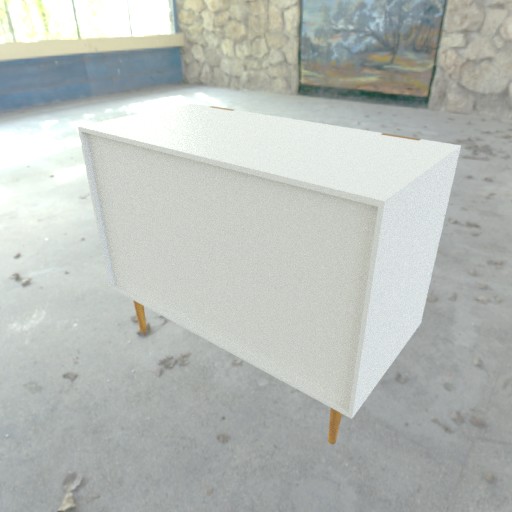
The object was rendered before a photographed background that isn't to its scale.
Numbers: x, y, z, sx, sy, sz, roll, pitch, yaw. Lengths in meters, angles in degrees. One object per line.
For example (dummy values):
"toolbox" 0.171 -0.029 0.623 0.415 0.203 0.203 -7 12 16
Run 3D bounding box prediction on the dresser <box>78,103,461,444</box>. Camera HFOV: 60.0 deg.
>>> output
"dresser" 0.000 0.000 1.328 0.905 0.721 0.457 21 35 32
